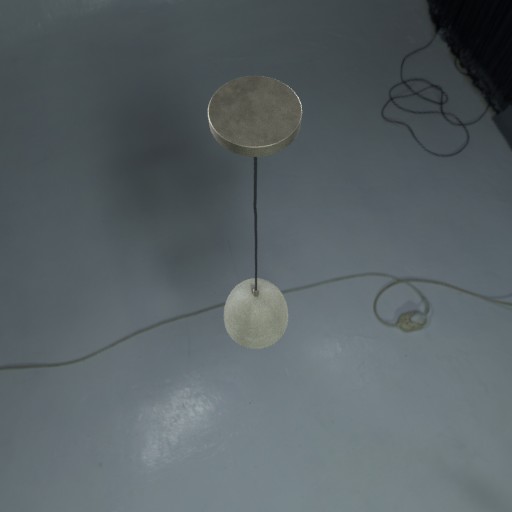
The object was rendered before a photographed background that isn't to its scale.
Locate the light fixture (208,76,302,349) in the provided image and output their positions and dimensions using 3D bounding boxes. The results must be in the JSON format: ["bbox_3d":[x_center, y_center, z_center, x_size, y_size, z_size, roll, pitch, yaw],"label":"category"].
[{"bbox_3d":[0.000,0.000,0.837,0.170,0.759,0.170,-17,66,-8],"label":"light fixture"}]
